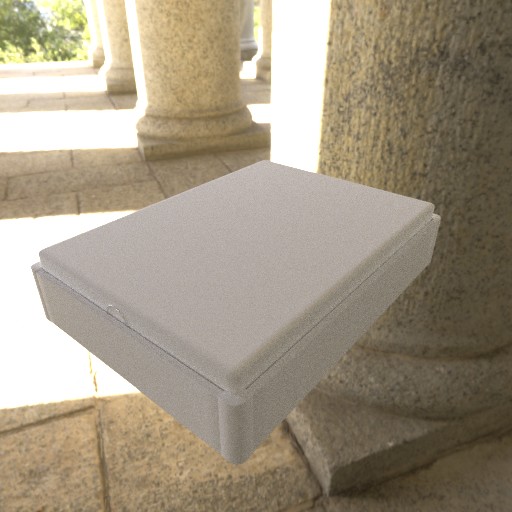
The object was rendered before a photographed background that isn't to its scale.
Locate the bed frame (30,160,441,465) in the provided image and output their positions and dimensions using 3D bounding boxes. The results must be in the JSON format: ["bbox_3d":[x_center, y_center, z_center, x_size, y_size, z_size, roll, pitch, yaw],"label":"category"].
[{"bbox_3d":[0.000,0.000,2.519,1.400,0.406,1.900,23,38,33],"label":"bed frame"}]
